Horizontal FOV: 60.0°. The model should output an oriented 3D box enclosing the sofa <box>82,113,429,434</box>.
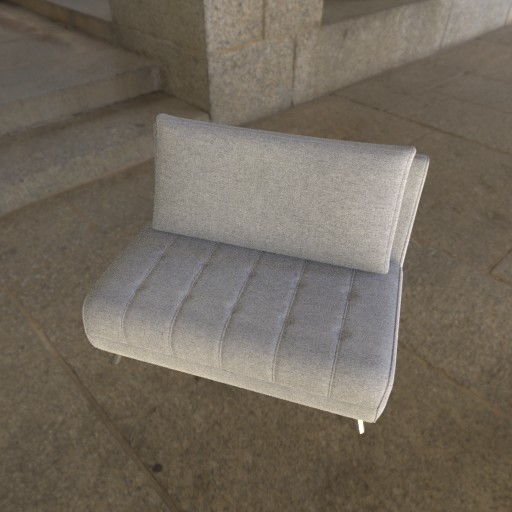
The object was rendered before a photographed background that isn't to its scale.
[{"bbox_3d":[0.000,0.000,1.858,1.220,0.910,0.910,11,41,13],"label":"sofa"}]
